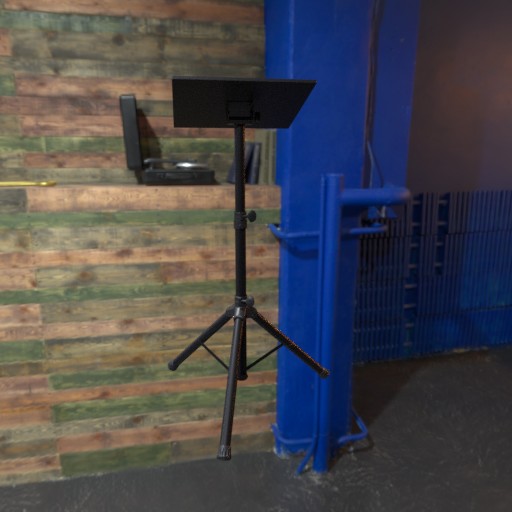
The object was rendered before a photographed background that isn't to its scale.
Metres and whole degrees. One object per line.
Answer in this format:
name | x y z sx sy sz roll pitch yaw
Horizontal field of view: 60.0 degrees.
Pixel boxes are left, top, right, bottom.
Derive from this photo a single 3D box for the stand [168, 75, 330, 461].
stand | 0.000 0.000 1.636 0.702 1.198 0.702 -2 13 -10
